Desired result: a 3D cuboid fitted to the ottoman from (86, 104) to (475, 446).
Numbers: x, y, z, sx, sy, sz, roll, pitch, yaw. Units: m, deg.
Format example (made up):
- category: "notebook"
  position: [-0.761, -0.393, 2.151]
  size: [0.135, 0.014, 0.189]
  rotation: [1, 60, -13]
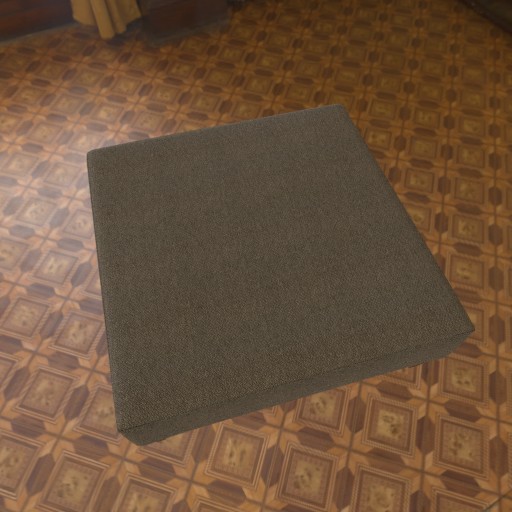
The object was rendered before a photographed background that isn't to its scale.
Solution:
- category: "ottoman"
  position: [0.000, 0.000, 1.495]
  size: [0.970, 0.378, 0.981]
  rotation: [-13, 58, -8]
